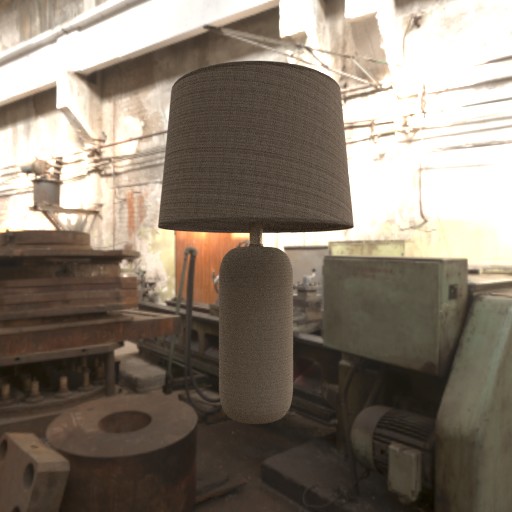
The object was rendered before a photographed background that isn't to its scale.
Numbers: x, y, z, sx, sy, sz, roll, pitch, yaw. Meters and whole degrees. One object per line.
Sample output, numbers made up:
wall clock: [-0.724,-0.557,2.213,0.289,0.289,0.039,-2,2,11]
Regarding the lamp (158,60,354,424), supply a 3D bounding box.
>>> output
lamp: [0.000,0.000,0.850,0.367,0.609,0.367,0,0,0]
